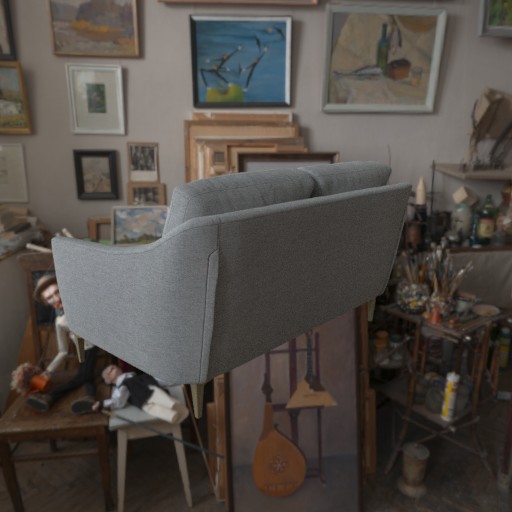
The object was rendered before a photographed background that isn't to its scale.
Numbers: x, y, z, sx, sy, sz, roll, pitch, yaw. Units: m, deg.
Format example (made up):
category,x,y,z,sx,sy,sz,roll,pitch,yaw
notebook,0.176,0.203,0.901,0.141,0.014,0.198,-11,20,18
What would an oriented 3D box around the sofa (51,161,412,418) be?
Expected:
category,x,y,z,sx,sy,sz,roll,pitch,yaw
sofa,0.000,0.000,2.205,0.960,0.904,1.619,15,22,42
